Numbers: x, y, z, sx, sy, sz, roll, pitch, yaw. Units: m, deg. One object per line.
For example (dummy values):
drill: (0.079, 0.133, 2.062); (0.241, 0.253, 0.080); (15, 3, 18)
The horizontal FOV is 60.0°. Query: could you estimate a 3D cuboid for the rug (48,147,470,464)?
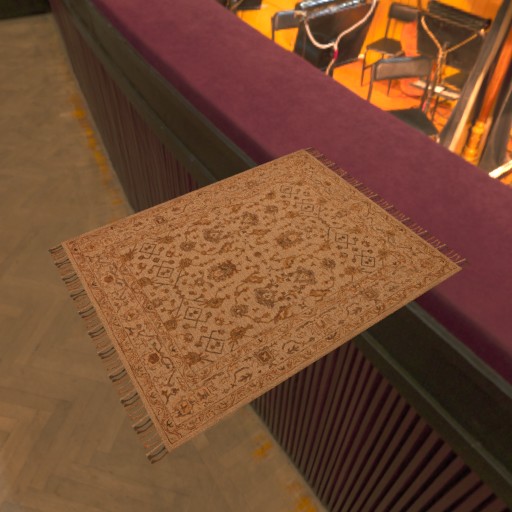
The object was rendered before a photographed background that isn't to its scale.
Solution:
rug: (0.000, 0.000, 2.239); (1.726, 0.009, 1.278); (-26, 51, -22)
